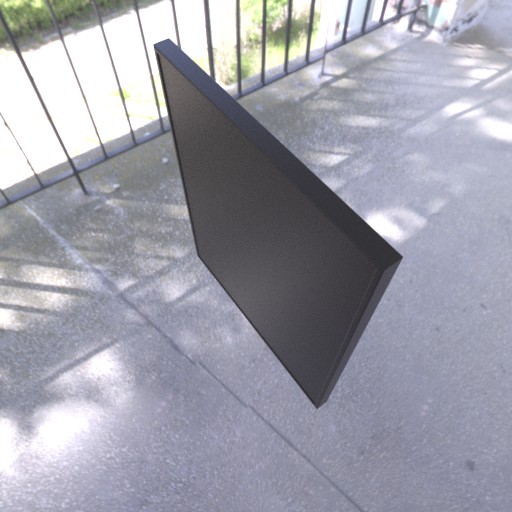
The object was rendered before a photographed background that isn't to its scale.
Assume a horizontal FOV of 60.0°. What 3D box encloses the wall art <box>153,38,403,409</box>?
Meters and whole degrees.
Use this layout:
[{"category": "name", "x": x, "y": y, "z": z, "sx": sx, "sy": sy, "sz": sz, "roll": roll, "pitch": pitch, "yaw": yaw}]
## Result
[{"category": "wall art", "x": 0.000, "y": 0.000, "z": 0.756, "sx": 0.028, "sy": 0.551, "sz": 0.451, "roll": -32, "pitch": 63, "yaw": -18}]
